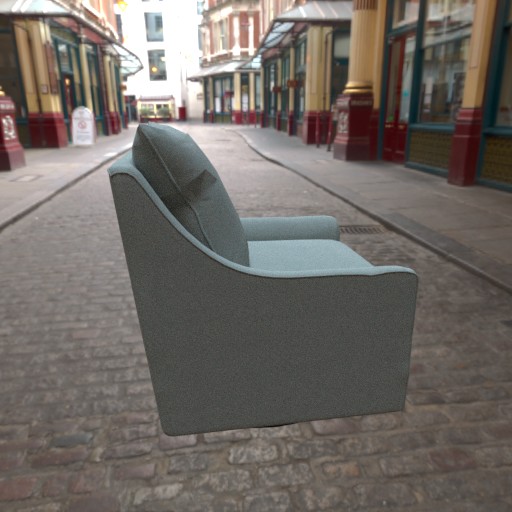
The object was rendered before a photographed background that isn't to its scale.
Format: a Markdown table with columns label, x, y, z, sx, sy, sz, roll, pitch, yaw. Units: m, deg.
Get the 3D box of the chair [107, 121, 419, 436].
| label | x | y | z | sx | sy | sz | roll | pitch | yaw |
| --- | --- | --- | --- | --- | --- | --- | --- | --- | --- |
| chair | 0.000 | 0.000 | 1.597 | 0.870 | 0.926 | 0.760 | -3 | 18 | -9 |
